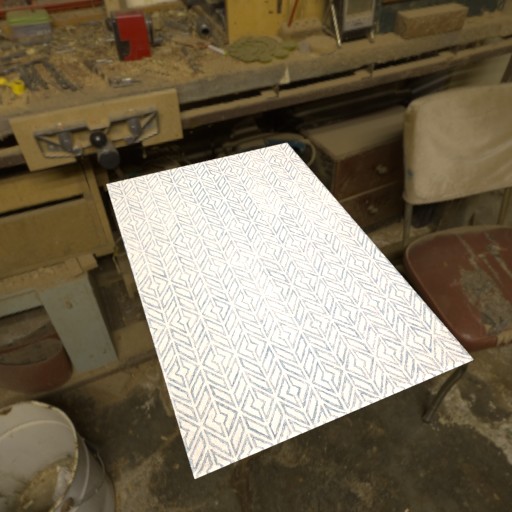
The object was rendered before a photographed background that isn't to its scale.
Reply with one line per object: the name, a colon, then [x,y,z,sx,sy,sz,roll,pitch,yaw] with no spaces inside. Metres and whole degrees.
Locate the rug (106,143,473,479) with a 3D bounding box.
rug: [0.000,0.000,2.286,1.220,0.008,1.824,-17,48,-16]
